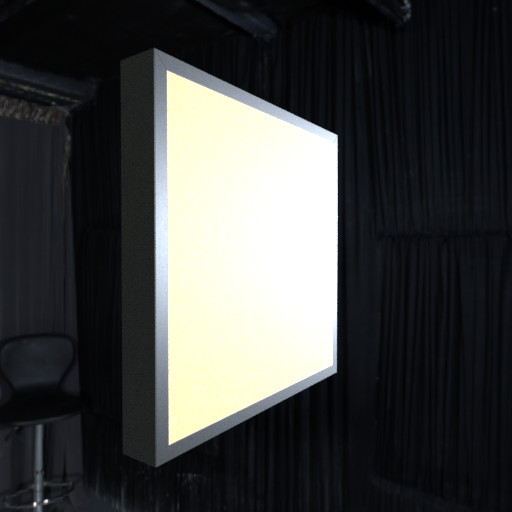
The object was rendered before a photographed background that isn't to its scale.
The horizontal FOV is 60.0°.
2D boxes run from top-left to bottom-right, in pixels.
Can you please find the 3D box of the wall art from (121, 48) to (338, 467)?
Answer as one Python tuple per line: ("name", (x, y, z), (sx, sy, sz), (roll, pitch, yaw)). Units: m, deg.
("wall art", (0.000, 0.000, 0.455), (0.038, 0.304, 0.304), (1, 1, 36))
